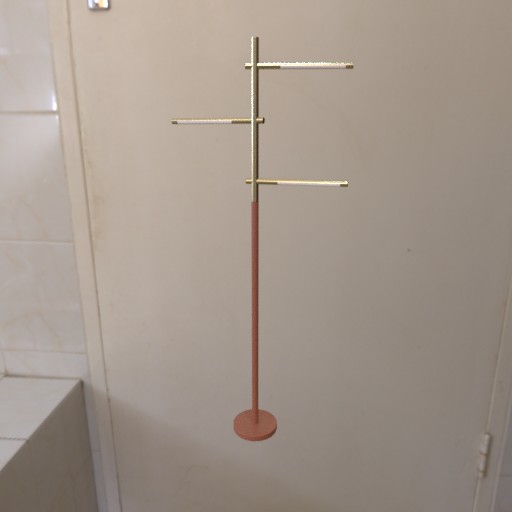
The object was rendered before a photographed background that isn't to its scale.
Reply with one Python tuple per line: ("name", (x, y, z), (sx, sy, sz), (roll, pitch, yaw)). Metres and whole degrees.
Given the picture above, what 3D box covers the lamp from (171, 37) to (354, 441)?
("lamp", (0.000, 0.000, 1.895), (0.737, 1.704, 0.209), (2, 16, 7))
